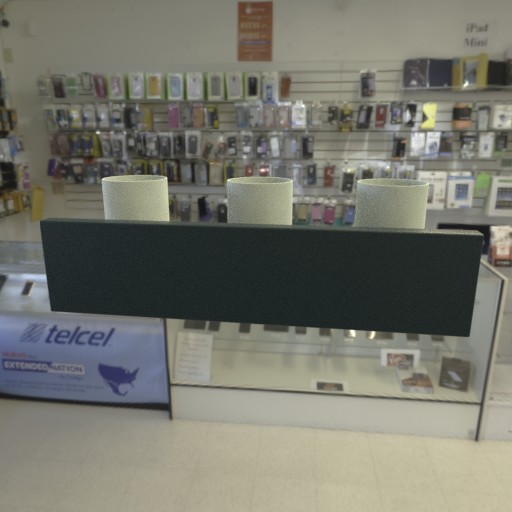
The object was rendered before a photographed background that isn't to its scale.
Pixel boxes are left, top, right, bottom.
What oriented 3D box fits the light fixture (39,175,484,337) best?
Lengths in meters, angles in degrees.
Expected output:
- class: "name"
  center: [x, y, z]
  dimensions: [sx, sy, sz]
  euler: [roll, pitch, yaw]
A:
- class: "light fixture"
  center: [0.000, 0.000, 0.526]
  dimensions: [0.451, 0.172, 0.145]
  euler: [2, 16, 8]
